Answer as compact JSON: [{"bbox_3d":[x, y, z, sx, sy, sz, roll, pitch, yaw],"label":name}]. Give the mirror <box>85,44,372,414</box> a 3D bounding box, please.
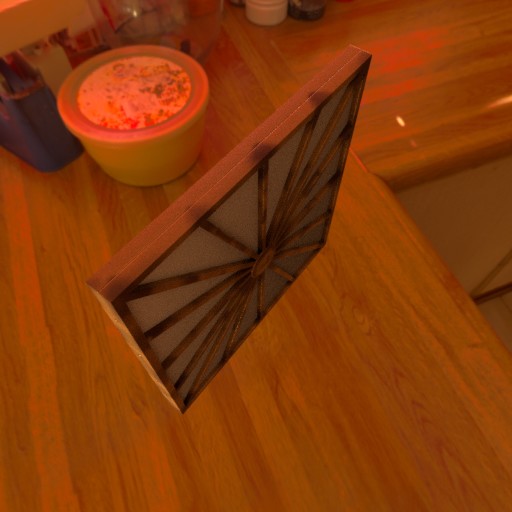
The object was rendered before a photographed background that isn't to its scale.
[{"bbox_3d":[0.000,0.000,0.763,0.042,0.507,0.509,34,64,19],"label":"mirror"}]
